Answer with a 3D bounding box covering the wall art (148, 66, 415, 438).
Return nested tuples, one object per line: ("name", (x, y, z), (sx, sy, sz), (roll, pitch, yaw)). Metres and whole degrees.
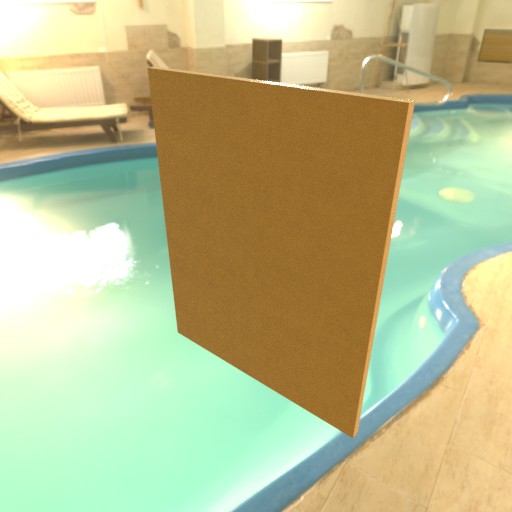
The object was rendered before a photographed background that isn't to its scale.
("wall art", (0.000, 0.000, 1.348), (0.798, 1.002, 0.030), (22, 37, 33))
